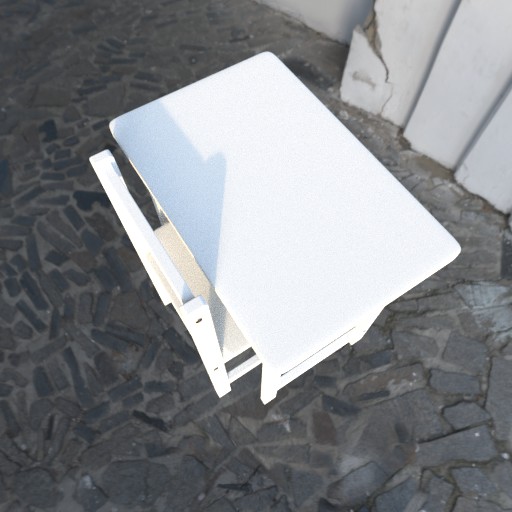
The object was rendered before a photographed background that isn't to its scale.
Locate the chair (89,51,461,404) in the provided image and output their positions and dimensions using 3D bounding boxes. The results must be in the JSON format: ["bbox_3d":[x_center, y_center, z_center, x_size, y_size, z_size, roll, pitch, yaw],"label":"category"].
[{"bbox_3d":[0.000,0.000,1.049,0.461,0.673,0.599,-30,67,-14],"label":"chair"}]
